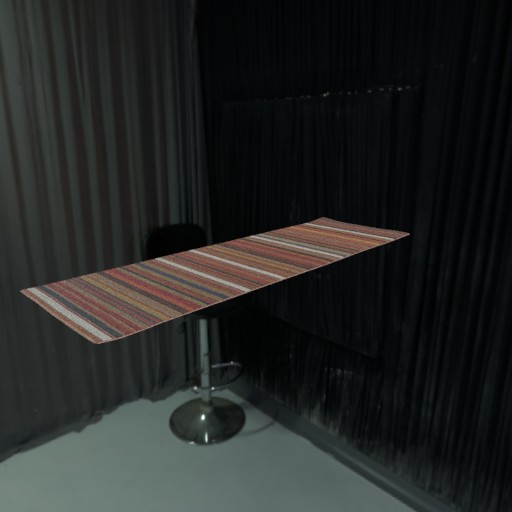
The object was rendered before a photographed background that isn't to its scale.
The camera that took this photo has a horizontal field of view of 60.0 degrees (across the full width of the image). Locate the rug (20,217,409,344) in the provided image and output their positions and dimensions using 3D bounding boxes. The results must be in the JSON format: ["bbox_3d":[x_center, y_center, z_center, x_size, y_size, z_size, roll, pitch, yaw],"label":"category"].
[{"bbox_3d":[0.000,0.000,2.700,0.799,0.030,2.444,15,22,42],"label":"rug"}]
